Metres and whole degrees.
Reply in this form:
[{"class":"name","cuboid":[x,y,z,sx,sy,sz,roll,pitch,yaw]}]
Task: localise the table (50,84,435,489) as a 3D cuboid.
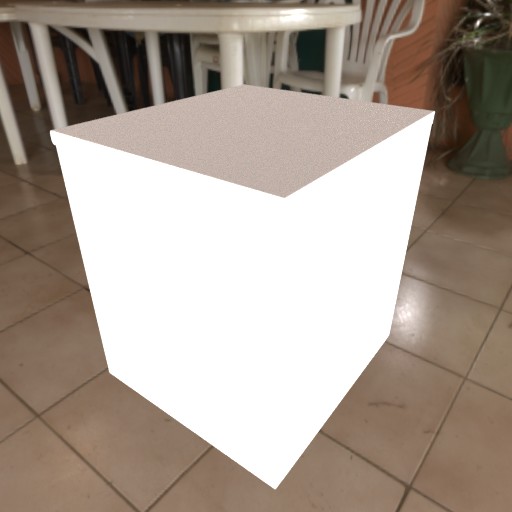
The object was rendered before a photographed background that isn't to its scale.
[{"class":"table","cuboid":[0.000,0.000,0.760,0.380,0.460,0.420,21,37,31]}]
